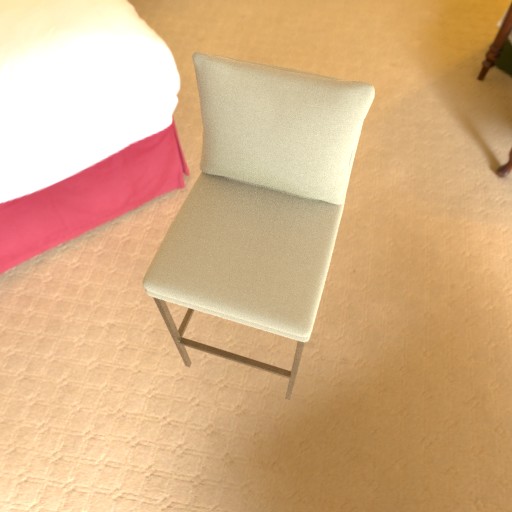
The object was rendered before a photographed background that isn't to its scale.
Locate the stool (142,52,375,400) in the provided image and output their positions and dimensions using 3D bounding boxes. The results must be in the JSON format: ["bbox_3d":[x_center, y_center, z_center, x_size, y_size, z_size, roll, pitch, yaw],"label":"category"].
[{"bbox_3d":[0.000,0.000,1.426,0.463,1.125,0.572,15,61,9],"label":"stool"}]
